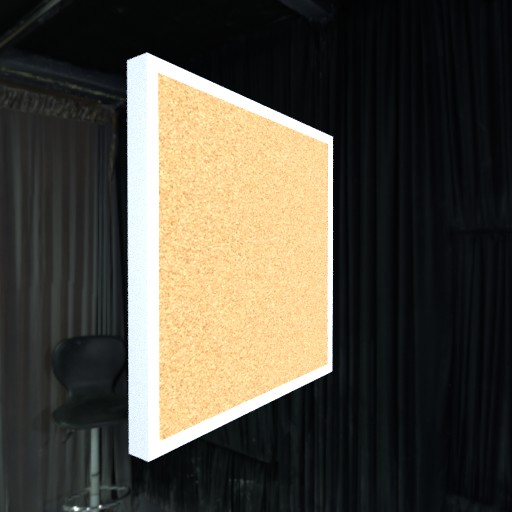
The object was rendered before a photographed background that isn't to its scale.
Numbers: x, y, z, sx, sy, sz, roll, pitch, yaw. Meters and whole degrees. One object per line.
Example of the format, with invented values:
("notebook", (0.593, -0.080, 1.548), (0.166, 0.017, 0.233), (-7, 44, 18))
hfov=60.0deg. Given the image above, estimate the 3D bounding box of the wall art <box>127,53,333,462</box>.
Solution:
("wall art", (0.000, 0.000, 0.763), (0.038, 0.505, 0.506), (1, 1, 36))
